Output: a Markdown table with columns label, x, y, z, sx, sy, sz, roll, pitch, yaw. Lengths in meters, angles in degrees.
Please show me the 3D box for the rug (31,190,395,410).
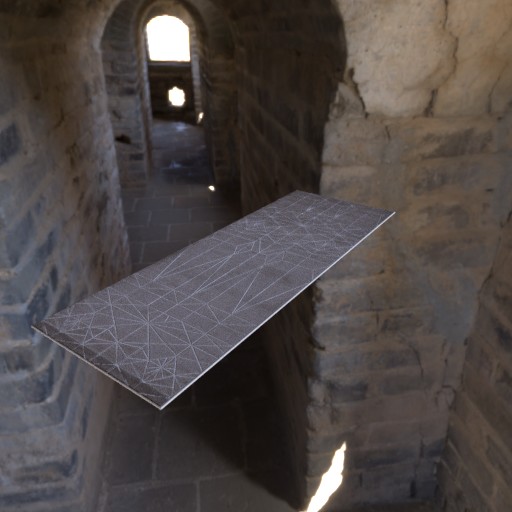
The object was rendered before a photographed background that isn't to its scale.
| label | x | y | z | sx | sy | sz | roll | pitch | yaw |
| --- | --- | --- | --- | --- | --- | --- | --- | --- | --- |
| rug | 0.000 | 0.000 | 2.701 | 0.864 | 0.012 | 2.388 | 18 | 32 | 31 |
